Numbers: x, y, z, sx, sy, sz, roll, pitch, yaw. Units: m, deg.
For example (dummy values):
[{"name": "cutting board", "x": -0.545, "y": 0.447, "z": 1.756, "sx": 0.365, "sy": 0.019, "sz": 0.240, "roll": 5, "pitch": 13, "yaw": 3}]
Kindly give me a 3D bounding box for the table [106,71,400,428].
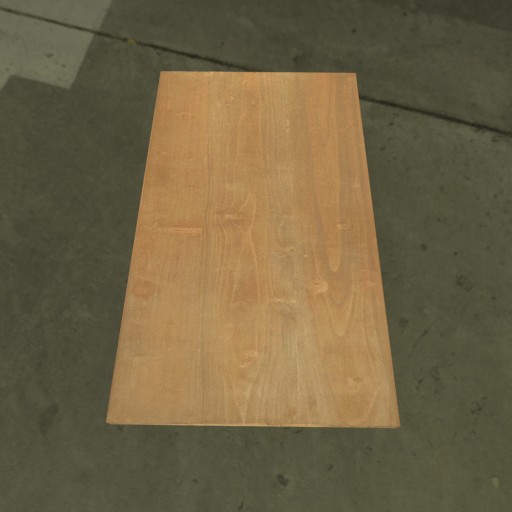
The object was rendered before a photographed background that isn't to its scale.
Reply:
[{"name": "table", "x": 0.000, "y": 0.000, "z": 2.135, "sx": 0.946, "sy": 0.780, "sz": 1.609, "roll": 1, "pitch": 63, "yaw": 0}]
